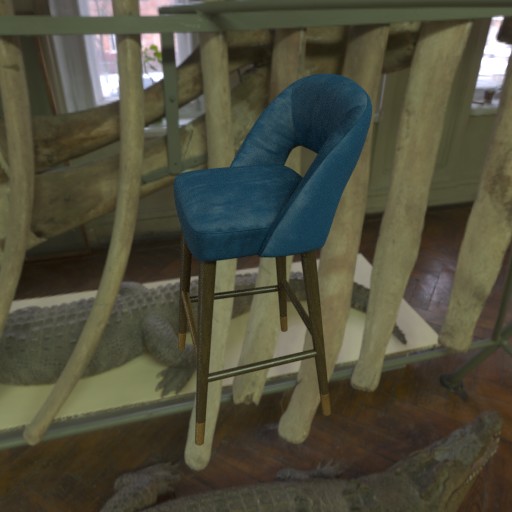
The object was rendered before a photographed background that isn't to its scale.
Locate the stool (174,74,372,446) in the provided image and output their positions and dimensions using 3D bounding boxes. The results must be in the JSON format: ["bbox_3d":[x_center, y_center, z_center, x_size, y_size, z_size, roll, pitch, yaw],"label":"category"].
[{"bbox_3d":[0.000,0.000,1.362,0.515,1.016,0.514,-8,31,-13],"label":"stool"}]
